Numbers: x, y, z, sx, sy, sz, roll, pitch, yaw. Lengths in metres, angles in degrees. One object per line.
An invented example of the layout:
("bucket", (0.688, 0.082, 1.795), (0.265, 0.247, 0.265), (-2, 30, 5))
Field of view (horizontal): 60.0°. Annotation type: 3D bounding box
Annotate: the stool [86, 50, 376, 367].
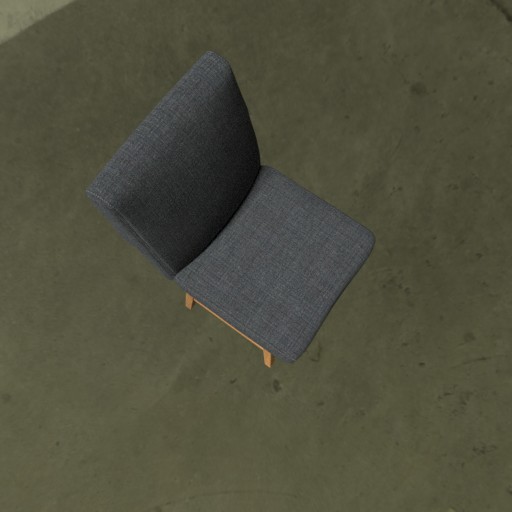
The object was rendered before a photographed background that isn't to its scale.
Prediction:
("stool", (0.000, 0.000, 1.405), (0.570, 1.112, 0.483), (35, 78, 8))
